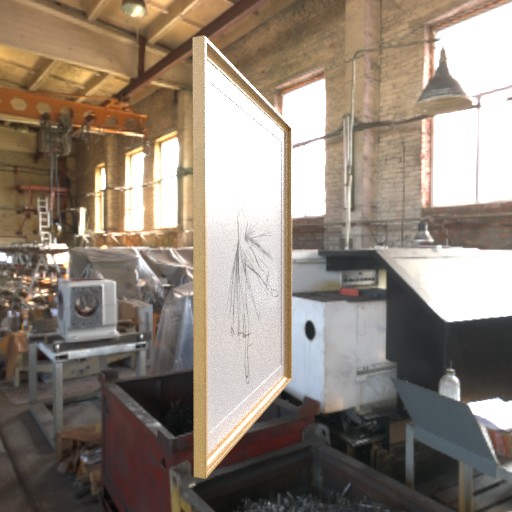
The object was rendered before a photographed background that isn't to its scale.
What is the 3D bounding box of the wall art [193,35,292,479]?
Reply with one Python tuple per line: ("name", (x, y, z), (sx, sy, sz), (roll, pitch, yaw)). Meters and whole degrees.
("wall art", (0.000, 0.000, 1.383), (0.030, 1.002, 0.798), (0, 1, 19))
